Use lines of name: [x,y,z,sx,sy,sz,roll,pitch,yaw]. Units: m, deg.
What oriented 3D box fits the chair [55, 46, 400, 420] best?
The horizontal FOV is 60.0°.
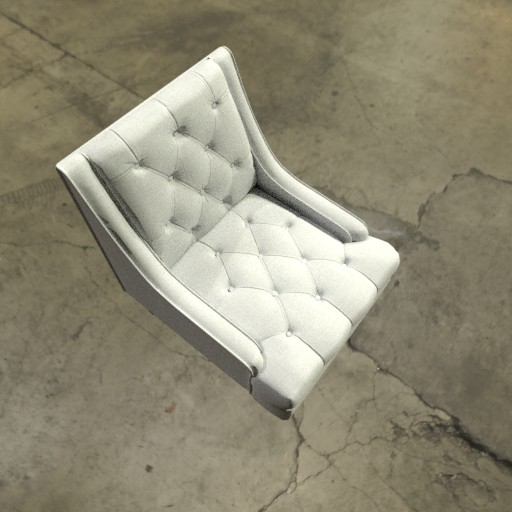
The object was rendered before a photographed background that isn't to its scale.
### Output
chair: [0.000,0.000,1.455,0.772,0.891,0.658,34,64,19]
